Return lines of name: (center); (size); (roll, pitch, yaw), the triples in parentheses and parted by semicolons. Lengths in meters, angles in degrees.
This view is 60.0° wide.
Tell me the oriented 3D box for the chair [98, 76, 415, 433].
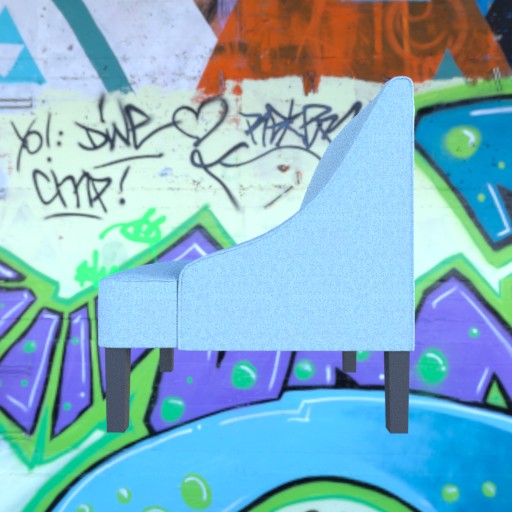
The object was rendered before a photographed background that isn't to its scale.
chair: (0.000, 0.000, 1.818); (1.025, 1.133, 0.857); (0, 0, 0)
